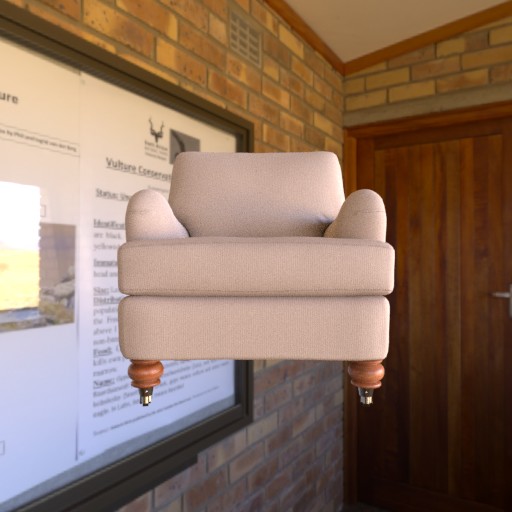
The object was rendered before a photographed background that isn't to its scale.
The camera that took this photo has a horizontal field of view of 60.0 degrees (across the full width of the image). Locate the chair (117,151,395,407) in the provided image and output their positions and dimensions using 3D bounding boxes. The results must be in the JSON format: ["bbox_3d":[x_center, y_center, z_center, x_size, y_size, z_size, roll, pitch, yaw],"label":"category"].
[{"bbox_3d":[0.000,0.000,1.923,0.955,1.038,1.070,0,-1,0],"label":"chair"}]
